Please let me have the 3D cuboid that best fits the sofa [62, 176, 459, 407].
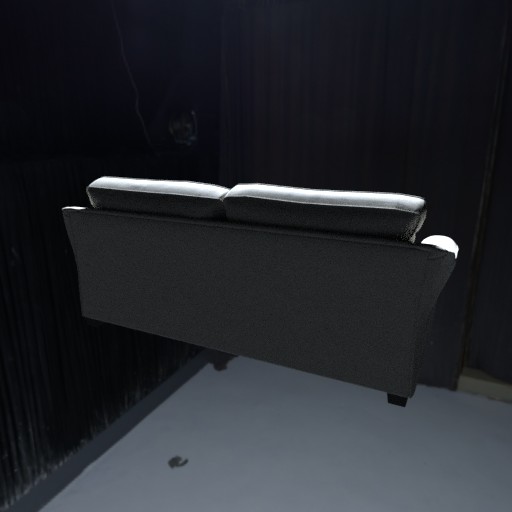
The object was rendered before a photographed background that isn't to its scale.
[{"bbox_3d":[0.000,0.000,2.748,2.270,0.965,0.980,8,17,26],"label":"sofa"}]
